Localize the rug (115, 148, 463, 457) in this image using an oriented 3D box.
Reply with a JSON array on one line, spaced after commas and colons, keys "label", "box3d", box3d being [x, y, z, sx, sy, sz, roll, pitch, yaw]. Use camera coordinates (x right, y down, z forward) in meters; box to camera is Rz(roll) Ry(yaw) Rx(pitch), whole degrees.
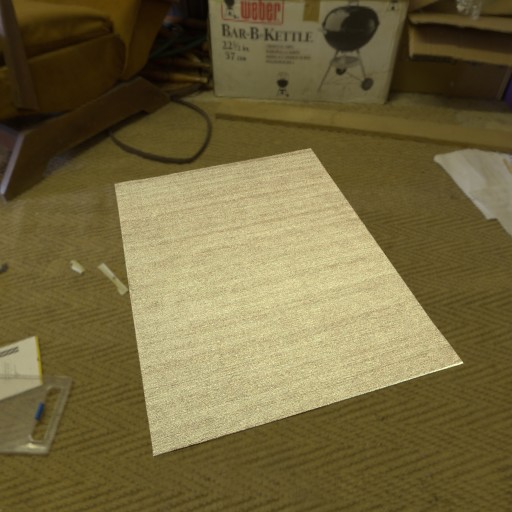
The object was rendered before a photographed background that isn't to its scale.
[{"label": "rug", "box3d": [0.000, 0.000, 4.284, 2.434, 0.045, 3.202, -12, 47, -12]}]
